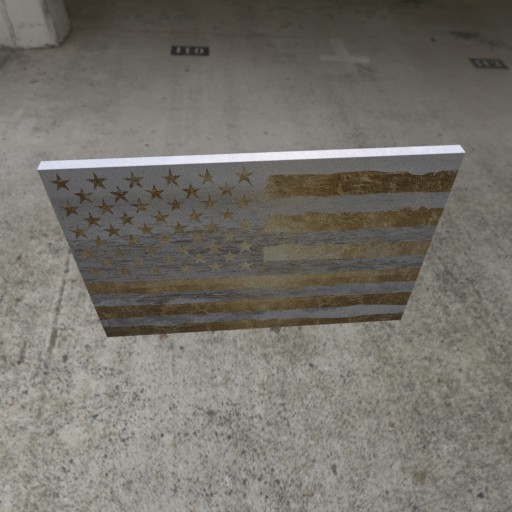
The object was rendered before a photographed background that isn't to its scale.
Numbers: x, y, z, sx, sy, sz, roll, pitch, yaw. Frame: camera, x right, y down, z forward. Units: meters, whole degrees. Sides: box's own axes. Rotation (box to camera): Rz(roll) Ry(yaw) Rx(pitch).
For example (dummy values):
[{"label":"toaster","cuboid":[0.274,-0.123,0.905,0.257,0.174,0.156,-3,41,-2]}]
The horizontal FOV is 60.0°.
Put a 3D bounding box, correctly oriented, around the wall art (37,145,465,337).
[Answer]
[{"label":"wall art","cuboid":[0.000,0.000,1.466,1.145,0.762,0.041,-3,45,-3]}]
